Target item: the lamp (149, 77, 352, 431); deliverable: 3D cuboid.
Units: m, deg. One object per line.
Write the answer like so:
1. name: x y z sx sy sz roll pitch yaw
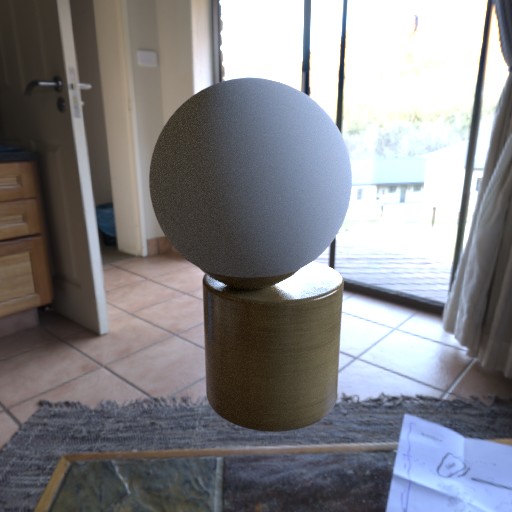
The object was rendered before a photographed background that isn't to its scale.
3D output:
1. lamp: 0.000 0.000 0.335 0.141 0.250 0.152 14 21 41
